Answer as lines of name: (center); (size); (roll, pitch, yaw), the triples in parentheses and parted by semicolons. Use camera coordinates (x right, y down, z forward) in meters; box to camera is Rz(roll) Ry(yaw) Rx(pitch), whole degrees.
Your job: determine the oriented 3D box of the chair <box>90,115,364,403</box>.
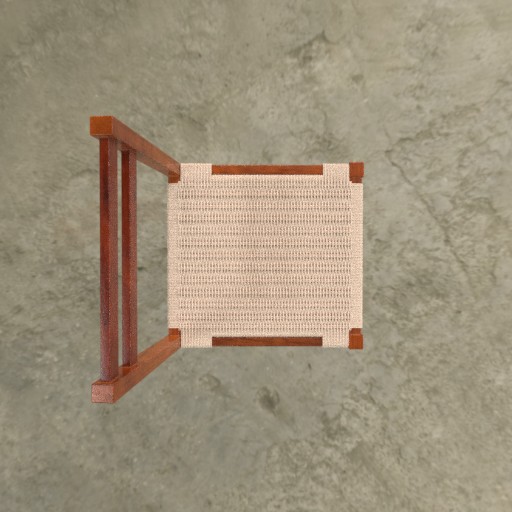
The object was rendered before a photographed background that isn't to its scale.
chair: (0.000, 0.000, 1.179); (0.569, 0.851, 0.495); (0, 91, 0)
